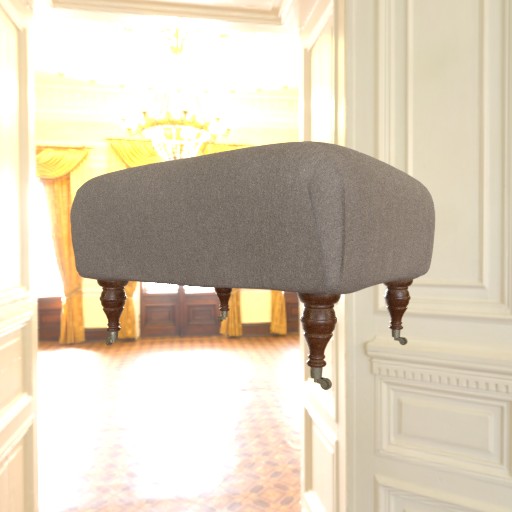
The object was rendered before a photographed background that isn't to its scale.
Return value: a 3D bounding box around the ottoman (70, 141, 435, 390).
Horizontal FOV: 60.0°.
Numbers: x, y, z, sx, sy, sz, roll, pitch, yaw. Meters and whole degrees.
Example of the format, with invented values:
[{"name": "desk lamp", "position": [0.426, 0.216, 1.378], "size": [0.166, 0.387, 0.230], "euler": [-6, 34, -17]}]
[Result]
[{"name": "ottoman", "position": [0.000, 0.000, 1.104], "size": [0.747, 0.450, 0.622], "euler": [1, 1, 35]}]
